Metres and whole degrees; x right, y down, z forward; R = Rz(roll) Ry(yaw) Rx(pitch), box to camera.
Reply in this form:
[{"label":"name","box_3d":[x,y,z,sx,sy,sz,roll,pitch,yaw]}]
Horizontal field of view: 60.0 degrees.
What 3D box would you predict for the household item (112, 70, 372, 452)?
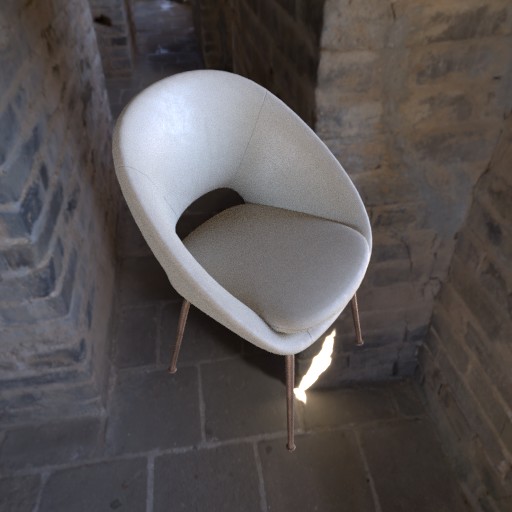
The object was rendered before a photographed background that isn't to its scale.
[{"label":"household item","box_3d":[0.000,0.000,1.213,0.573,0.852,0.623,24,46,26]}]
